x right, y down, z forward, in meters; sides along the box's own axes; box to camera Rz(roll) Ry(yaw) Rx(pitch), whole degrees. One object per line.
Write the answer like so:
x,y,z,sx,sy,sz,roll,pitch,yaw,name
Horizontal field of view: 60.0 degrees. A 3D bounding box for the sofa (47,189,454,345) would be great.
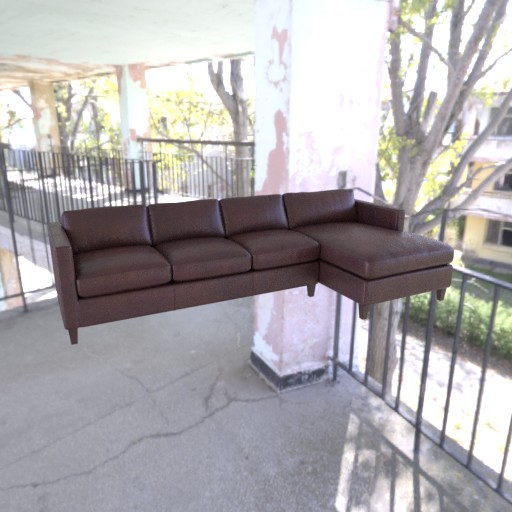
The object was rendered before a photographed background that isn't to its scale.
0.000,0.000,3.891,3.203,0.883,1.581,-8,18,-26,sofa
